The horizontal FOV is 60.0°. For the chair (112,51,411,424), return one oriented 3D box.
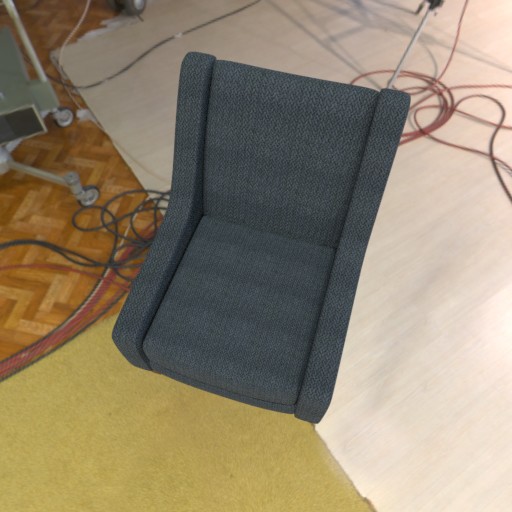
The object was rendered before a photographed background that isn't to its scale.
[{"bbox_3d":[0.000,0.000,1.689,0.793,1.012,0.944,15,59,9],"label":"chair"}]
